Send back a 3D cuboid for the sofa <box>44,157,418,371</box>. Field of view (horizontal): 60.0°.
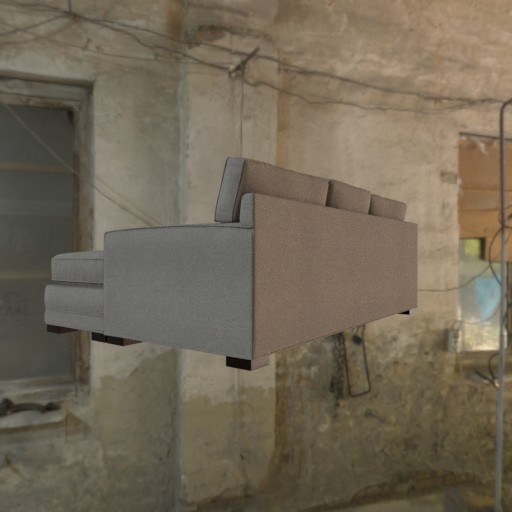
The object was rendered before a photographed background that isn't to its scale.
[{"bbox_3d":[0.000,0.000,2.926,1.496,0.861,2.087,0,0,36],"label":"sofa"}]
